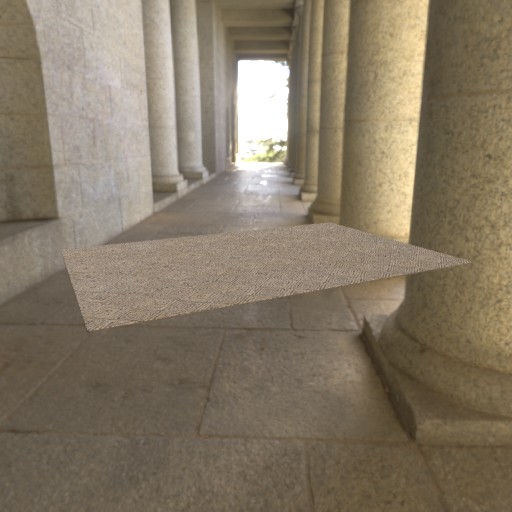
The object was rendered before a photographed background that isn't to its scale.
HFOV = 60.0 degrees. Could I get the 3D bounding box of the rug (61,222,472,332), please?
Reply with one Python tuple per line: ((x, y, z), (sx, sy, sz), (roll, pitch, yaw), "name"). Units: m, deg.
((0.000, 0.000, 2.288), (1.783, 0.008, 1.175), (-7, 17, -26), "rug")
